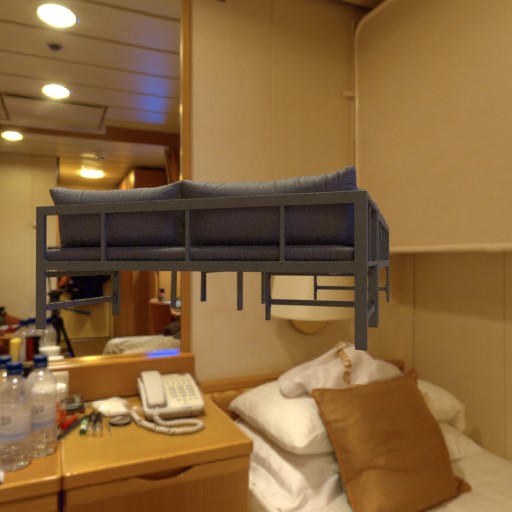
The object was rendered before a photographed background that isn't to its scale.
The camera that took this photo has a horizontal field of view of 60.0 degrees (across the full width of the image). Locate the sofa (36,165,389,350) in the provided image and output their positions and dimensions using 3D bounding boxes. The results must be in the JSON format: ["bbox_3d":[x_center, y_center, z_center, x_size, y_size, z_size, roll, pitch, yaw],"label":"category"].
[{"bbox_3d":[0.000,0.000,3.022,1.658,0.762,2.149,0,0,19],"label":"sofa"}]
